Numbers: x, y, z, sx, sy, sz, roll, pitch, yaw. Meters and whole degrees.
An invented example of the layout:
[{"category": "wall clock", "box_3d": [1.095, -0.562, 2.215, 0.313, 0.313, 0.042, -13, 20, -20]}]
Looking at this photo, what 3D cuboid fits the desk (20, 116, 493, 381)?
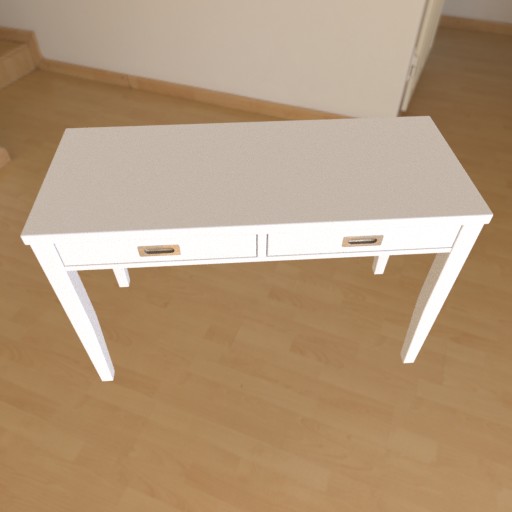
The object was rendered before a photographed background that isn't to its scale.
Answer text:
[{"category": "desk", "box_3d": [0.000, 0.000, 1.592, 1.220, 0.775, 0.508, -3, 47, -3]}]
